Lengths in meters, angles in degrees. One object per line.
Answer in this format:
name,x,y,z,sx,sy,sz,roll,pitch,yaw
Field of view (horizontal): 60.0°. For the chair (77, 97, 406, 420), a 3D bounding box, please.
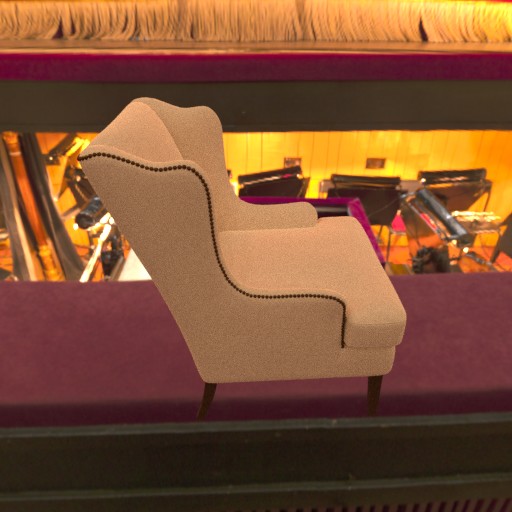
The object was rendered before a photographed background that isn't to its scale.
chair,0.000,0.000,1.647,0.940,1.029,0.737,-1,31,-1
